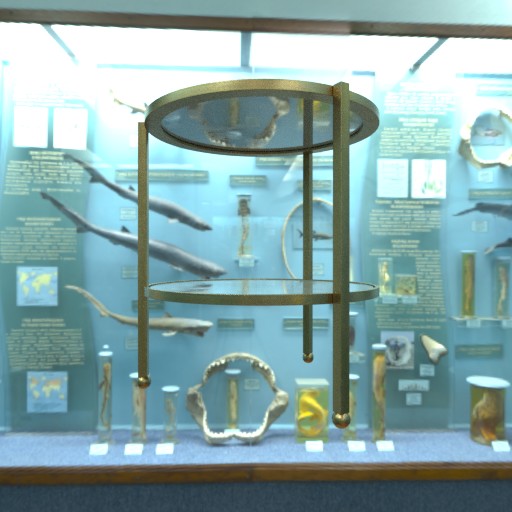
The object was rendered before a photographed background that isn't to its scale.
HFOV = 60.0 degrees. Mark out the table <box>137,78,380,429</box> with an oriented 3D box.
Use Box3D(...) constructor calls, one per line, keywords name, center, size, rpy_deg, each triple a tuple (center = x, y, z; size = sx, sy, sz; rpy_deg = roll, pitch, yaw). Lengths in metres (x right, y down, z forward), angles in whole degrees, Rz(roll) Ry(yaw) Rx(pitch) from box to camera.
Box3D(name="table", center=(0.000, 0.000, 0.451), size=(0.243, 0.269, 0.231), rpy_deg=(0, 0, 0))
